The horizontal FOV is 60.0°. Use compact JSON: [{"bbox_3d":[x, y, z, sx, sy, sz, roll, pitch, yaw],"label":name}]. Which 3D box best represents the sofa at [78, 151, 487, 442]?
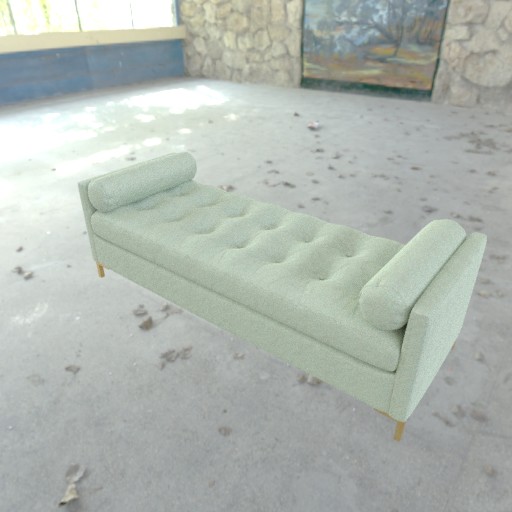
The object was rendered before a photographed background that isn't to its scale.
[{"bbox_3d":[0.000,0.000,2.445,2.102,0.705,0.796,21,36,32],"label":"sofa"}]
